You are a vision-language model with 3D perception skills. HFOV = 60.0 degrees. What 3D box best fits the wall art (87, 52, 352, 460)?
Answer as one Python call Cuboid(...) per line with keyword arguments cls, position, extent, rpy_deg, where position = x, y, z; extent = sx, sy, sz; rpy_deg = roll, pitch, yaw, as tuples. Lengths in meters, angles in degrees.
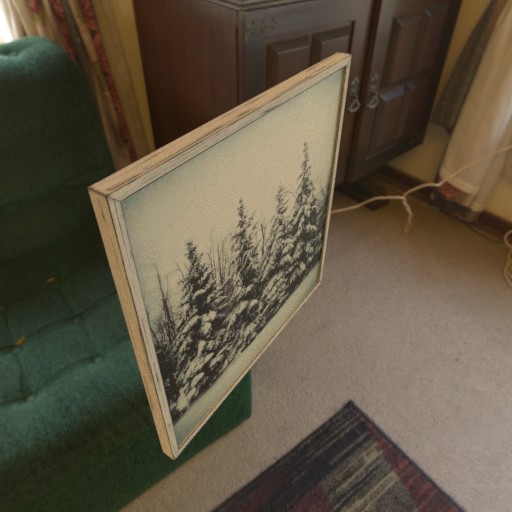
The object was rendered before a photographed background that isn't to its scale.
Cuboid(cls="wall art", position=(0.000, 0.000, 1.083), extent=(0.037, 0.761, 0.761), rpy_deg=(24, 46, 26))
